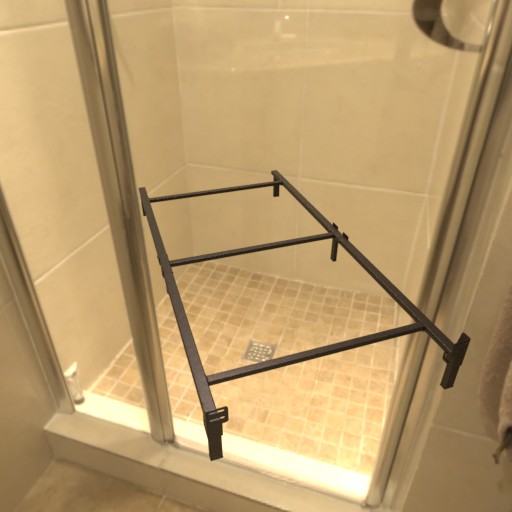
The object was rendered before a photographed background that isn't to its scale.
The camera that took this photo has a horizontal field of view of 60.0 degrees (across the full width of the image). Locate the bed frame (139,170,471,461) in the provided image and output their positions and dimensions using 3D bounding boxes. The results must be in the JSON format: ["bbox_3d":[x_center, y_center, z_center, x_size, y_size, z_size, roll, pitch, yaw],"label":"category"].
[{"bbox_3d":[0.000,0.000,2.261,0.968,0.248,1.897,-10,34,-16],"label":"bed frame"}]
